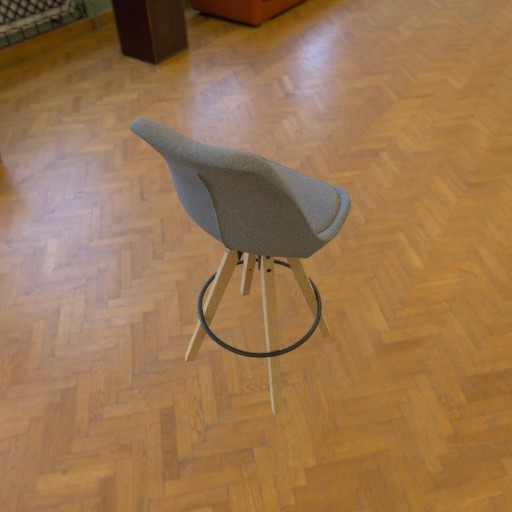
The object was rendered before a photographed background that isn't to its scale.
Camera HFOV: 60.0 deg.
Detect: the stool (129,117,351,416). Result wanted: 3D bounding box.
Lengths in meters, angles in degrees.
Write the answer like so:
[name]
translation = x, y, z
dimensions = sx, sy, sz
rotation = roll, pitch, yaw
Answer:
[stool]
translation = 0.000, 0.000, 1.424
dimensions = 0.485, 1.115, 0.550
rotation = 25, 51, 22
